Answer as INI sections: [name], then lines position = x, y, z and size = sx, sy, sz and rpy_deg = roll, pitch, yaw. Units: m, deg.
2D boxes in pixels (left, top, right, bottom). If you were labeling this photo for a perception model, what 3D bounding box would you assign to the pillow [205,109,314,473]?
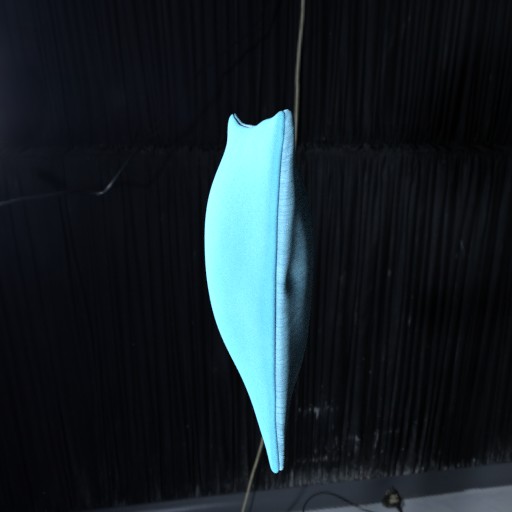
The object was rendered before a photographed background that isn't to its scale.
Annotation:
[pillow]
position = 0.000, 0.000, 0.671
size = 0.151, 0.415, 0.433
rpy_deg = -3, 17, -9
